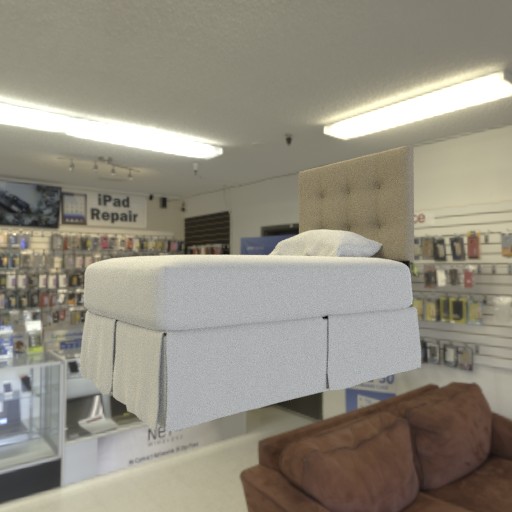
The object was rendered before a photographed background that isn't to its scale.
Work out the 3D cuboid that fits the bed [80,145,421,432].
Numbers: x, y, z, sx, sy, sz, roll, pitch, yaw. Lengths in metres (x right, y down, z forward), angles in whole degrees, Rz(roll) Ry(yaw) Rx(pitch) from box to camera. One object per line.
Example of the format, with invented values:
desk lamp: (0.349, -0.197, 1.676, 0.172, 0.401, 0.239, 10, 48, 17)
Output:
bed: (0.000, 0.000, 2.987, 1.997, 1.571, 1.261, 1, -1, -37)
